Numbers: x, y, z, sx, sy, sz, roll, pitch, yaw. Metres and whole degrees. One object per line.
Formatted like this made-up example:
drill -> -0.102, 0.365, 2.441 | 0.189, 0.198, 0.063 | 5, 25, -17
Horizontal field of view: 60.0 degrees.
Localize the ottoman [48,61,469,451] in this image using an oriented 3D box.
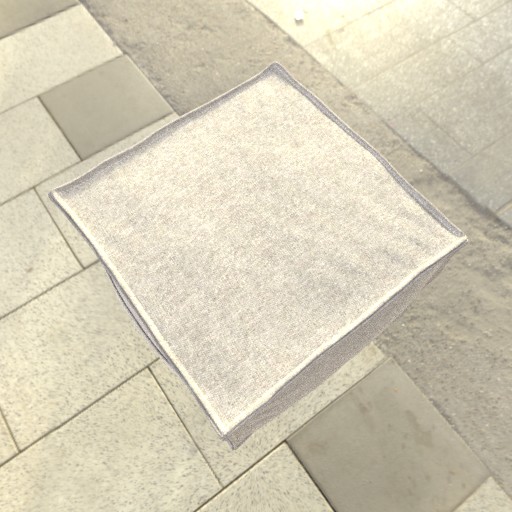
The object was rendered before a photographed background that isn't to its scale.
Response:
ottoman -> 0.000, 0.000, 1.170 | 0.696, 0.470, 0.707 | -35, 70, -15
